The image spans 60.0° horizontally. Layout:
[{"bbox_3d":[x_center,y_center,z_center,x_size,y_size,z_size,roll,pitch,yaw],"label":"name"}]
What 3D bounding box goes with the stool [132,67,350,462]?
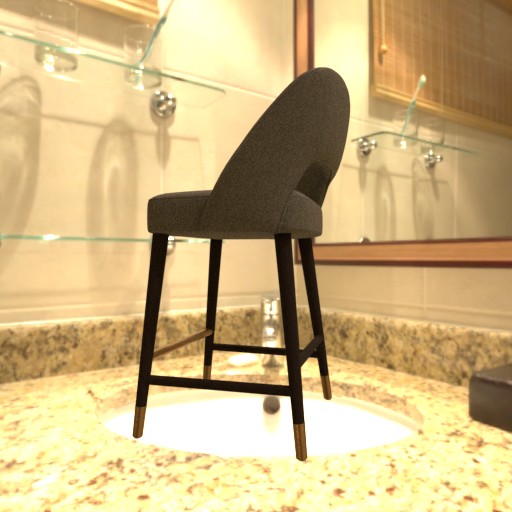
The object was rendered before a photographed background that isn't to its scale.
[{"bbox_3d":[0.000,0.000,1.267,0.524,0.925,0.536,0,0,17],"label":"stool"}]
